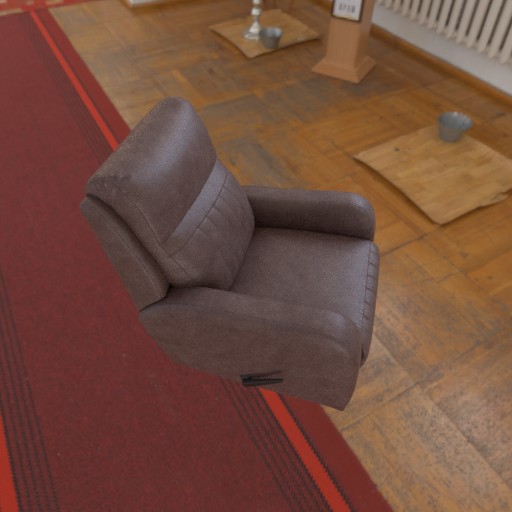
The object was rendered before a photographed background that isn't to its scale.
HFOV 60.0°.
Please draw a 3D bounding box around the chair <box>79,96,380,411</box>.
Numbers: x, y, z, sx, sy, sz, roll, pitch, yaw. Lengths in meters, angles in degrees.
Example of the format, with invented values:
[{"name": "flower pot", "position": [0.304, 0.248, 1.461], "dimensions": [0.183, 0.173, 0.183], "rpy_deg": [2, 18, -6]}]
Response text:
[{"name": "chair", "position": [0.000, 0.000, 1.897], "dimensions": [1.067, 1.067, 0.865], "rpy_deg": [11, 47, 10]}]
